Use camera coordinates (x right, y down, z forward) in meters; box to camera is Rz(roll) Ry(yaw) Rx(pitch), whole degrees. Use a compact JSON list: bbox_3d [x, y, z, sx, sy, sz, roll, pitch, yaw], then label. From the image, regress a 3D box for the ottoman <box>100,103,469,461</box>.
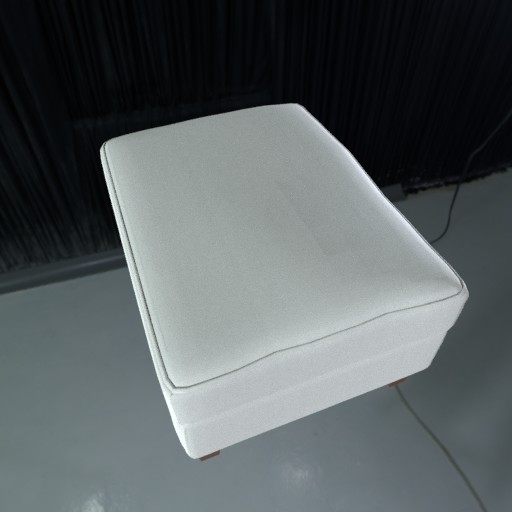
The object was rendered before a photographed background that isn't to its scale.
[{"bbox_3d":[0.000,0.000,1.175,0.634,0.479,0.818,-16,49,-14],"label":"ottoman"}]
